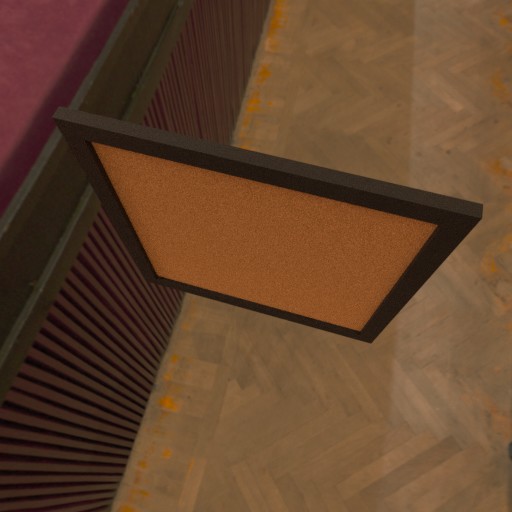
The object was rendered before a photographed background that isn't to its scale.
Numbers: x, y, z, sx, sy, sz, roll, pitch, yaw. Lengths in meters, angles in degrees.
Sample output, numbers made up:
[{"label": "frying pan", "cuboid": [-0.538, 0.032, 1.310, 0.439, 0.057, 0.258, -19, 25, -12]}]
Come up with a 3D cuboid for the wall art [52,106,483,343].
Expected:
[{"label": "wall art", "cuboid": [0.000, 0.000, 1.471, 1.016, 1.016, 0.038, 15, 65, 7]}]
